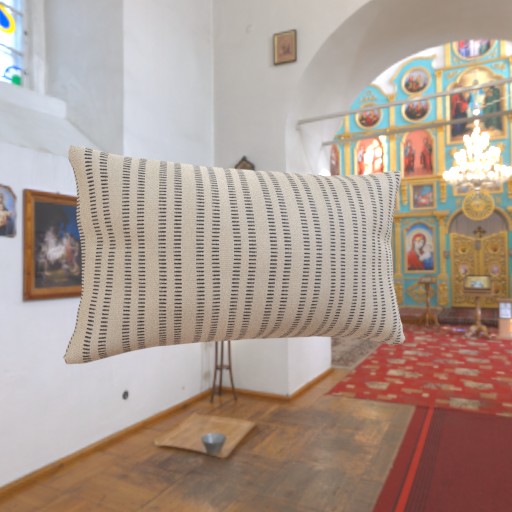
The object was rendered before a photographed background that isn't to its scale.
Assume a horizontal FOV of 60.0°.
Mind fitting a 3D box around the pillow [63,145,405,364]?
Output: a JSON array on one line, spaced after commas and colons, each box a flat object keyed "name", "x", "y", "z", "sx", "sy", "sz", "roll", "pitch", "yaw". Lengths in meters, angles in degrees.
[{"name": "pillow", "x": 0.000, "y": 0.000, "z": 0.800, "sx": 0.640, "sy": 0.353, "sz": 0.210, "roll": 1, "pitch": -2, "yaw": -18}]
